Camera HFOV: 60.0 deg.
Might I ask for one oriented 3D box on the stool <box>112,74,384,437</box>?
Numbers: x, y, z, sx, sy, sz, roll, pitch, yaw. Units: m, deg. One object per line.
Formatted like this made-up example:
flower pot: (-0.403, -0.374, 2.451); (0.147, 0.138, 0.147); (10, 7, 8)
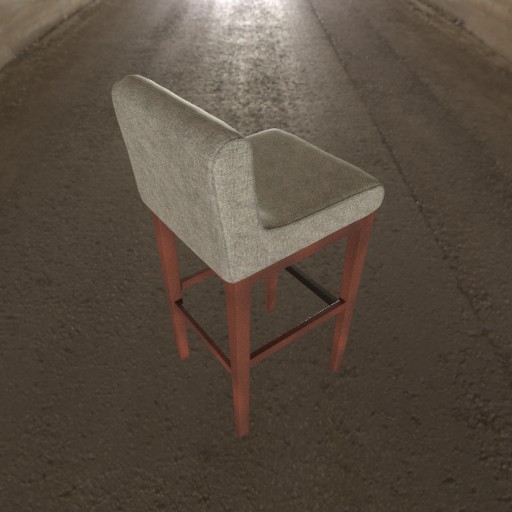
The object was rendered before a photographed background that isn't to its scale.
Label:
stool: (0.000, 0.000, 1.239); (0.499, 0.965, 0.426); (-25, 45, -28)
